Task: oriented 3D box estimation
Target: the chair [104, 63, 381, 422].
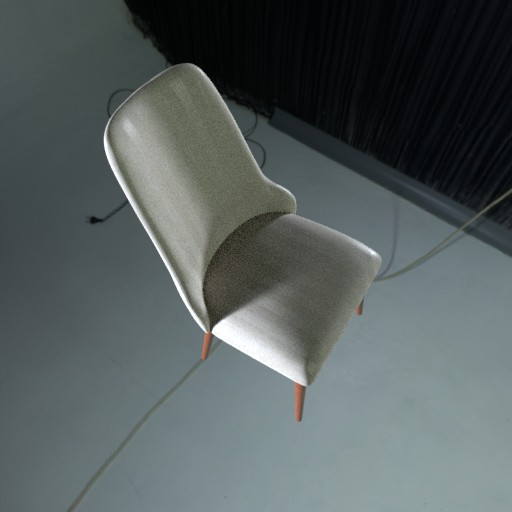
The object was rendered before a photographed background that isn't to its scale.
[{"bbox_3d":[0.000,0.000,1.342,0.684,0.917,0.526,29,63,16],"label":"chair"}]
